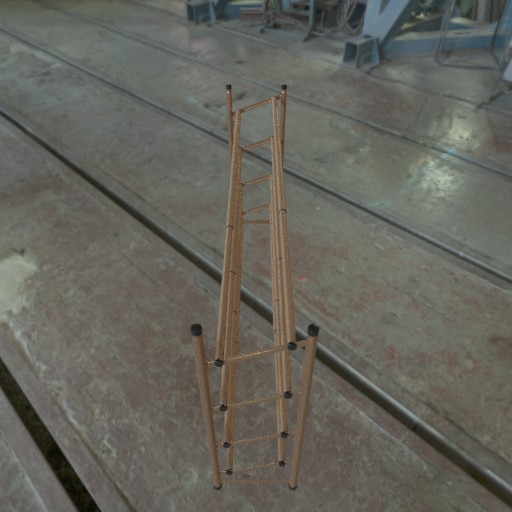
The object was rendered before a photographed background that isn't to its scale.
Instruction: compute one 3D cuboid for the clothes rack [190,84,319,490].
[{"bbox_3d":[0.000,0.000,1.423,0.229,0.672,1.168,0,41,0],"label":"clothes rack"}]
